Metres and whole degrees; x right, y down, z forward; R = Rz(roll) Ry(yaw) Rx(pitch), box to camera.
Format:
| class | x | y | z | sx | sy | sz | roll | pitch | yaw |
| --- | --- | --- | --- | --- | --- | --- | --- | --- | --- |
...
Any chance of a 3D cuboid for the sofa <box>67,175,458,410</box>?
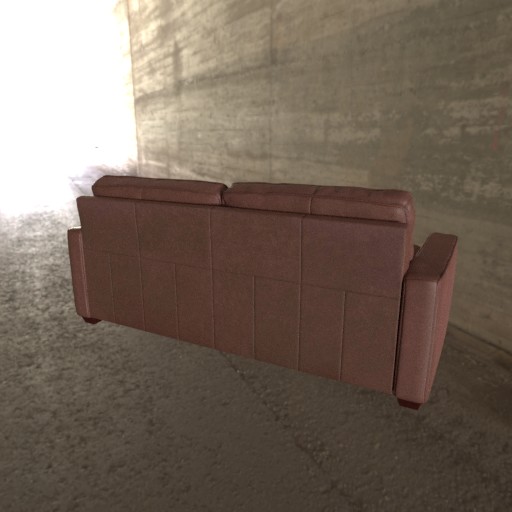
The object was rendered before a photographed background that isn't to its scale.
| class | x | y | z | sx | sy | sz | roll | pitch | yaw |
| --- | --- | --- | --- | --- | --- | --- | --- | --- | --- |
| sofa | 0.000 | 0.000 | 2.551 | 2.080 | 0.919 | 0.940 | 8 | 17 | 27 |
